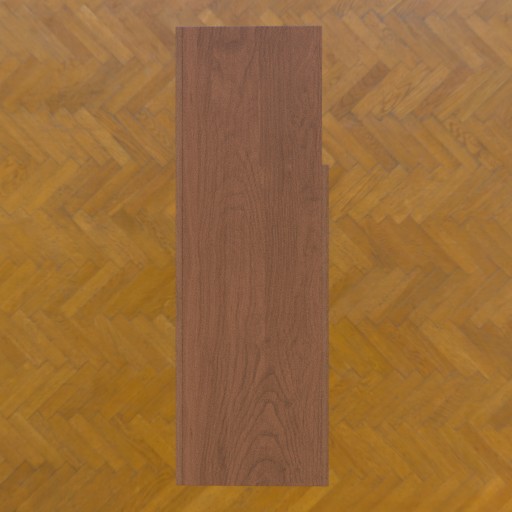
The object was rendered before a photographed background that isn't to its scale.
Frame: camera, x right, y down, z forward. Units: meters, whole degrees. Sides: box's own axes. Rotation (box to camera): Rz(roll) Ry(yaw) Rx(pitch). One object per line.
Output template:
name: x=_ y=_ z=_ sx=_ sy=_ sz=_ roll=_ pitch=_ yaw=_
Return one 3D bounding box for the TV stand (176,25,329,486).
TV stand: x=0.000 y=0.000 z=1.405 sx=0.415 sy=0.500 sz=1.200 roll=0 pitch=90 yaw=1
